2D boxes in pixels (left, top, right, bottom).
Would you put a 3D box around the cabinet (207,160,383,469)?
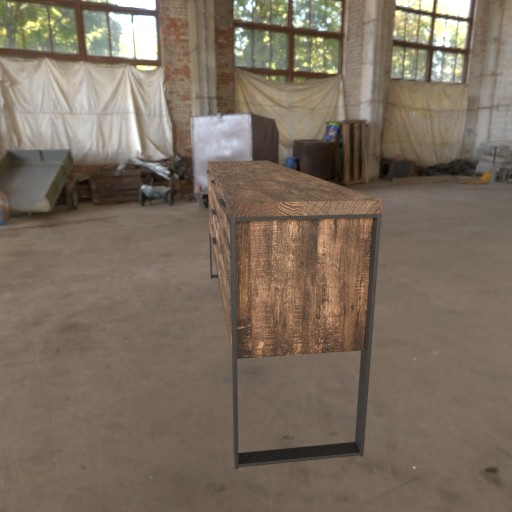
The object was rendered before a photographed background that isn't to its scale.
[{"bbox_3d":[0.000,0.000,2.046,0.395,0.762,1.800,-2,15,-8],"label":"cabinet"}]
